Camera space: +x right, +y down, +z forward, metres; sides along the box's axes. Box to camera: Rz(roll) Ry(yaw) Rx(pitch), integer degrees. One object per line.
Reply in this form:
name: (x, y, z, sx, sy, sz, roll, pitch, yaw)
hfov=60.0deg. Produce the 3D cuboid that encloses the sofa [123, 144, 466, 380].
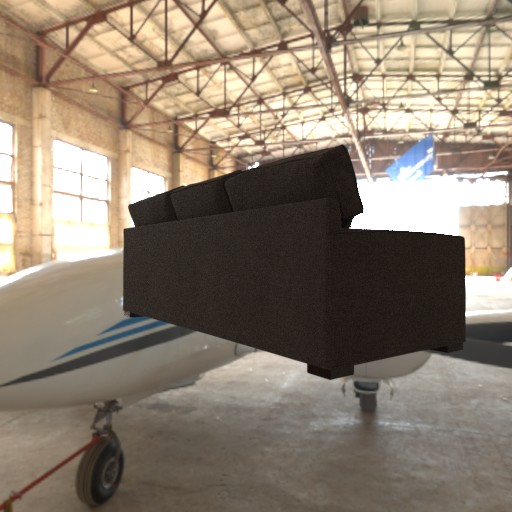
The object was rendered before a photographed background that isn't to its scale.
sofa: (0.000, 0.000, 2.962, 1.004, 0.978, 2.369, 0, 0, -36)
